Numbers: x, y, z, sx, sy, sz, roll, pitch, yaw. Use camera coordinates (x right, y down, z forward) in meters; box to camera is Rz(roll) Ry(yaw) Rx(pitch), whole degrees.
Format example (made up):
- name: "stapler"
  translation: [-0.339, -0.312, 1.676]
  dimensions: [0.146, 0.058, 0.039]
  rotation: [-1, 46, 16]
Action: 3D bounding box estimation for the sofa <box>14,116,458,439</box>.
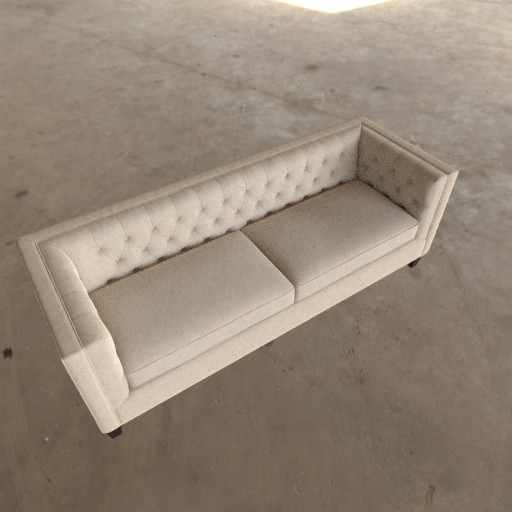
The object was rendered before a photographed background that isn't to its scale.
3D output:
- name: "sofa"
  translation: [0.000, 0.000, 2.480]
  dimensions: [2.159, 0.762, 0.775]
  rotation: [-25, 50, -23]
